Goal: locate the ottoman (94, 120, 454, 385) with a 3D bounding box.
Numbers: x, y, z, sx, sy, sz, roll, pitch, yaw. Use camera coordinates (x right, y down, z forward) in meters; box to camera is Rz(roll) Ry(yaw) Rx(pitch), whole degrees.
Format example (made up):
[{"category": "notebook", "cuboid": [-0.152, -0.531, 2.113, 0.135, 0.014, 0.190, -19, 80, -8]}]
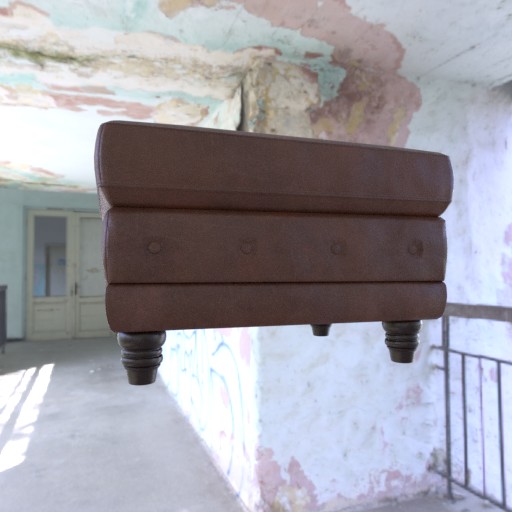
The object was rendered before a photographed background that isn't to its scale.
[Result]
[{"category": "ottoman", "cuboid": [0.000, 0.000, 1.172, 0.795, 0.509, 0.588, 0, -1, -19]}]
